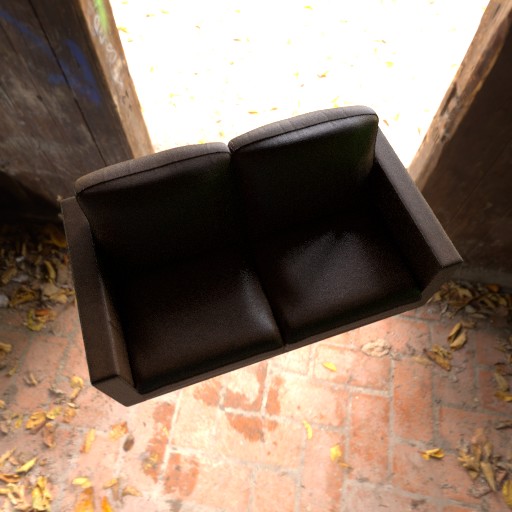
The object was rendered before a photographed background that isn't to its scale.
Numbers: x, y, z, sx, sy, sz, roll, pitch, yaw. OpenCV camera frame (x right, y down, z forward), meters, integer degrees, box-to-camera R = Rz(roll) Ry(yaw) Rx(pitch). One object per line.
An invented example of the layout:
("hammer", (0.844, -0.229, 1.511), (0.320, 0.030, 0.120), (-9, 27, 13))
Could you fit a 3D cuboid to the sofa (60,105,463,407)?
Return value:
("sofa", (0.000, 0.000, 2.115), (1.578, 0.951, 0.909), (-17, 64, -9))
